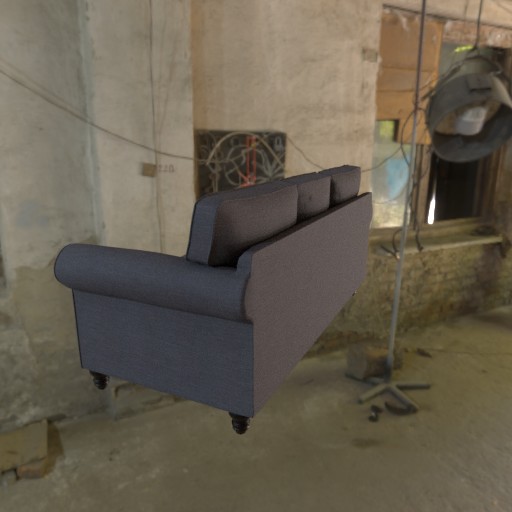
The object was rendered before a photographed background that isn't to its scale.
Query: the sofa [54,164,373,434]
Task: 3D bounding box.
[{"bbox_3d":[0.000,0.000,2.586,0.909,0.966,2.084,7,17,25],"label":"sofa"}]
